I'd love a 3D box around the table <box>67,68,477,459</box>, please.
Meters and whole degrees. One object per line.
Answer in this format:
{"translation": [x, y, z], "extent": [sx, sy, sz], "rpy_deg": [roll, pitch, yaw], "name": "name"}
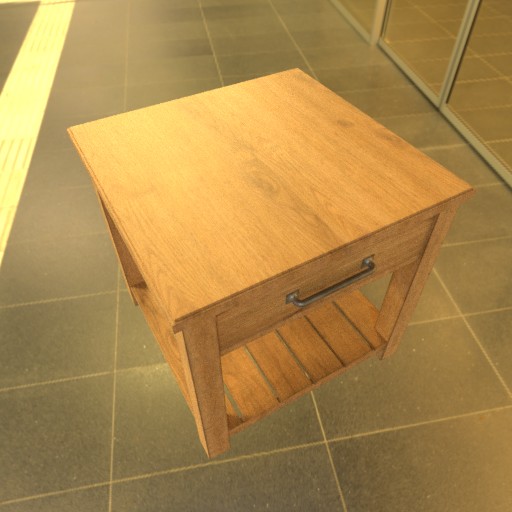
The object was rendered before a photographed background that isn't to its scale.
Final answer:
{"translation": [0.000, 0.000, 1.116], "extent": [0.616, 0.593, 0.612], "rpy_deg": [-23, 51, -20], "name": "table"}
